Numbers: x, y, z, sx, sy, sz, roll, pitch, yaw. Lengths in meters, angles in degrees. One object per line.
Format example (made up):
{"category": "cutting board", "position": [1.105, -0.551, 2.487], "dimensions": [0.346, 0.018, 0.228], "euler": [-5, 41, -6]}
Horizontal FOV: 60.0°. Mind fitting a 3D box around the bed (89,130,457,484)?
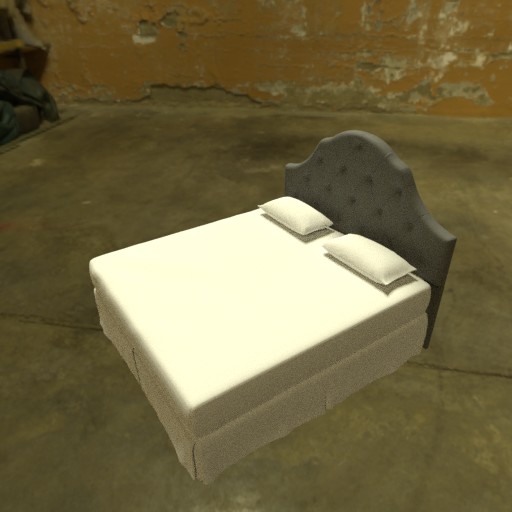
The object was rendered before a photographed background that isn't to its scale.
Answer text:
{"category": "bed", "position": [0.000, 0.000, 3.505], "dimensions": [2.214, 1.615, 2.008], "euler": [-20, 36, -29]}
